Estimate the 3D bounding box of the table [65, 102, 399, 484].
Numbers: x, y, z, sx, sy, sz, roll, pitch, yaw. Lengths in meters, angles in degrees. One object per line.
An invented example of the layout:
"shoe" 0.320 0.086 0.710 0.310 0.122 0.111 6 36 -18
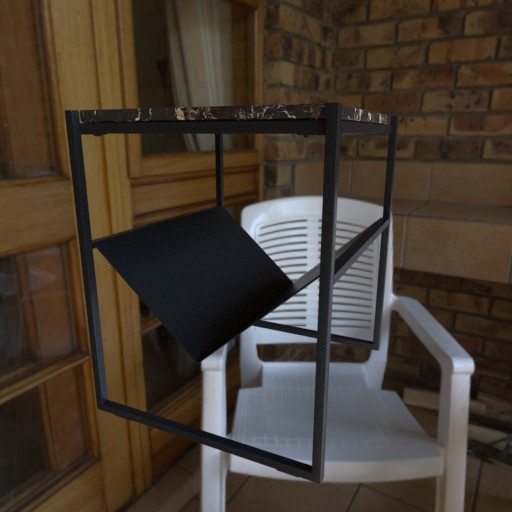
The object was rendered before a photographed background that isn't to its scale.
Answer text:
"table" 0.000 0.000 0.869 0.432 0.534 0.469 7 17 24
